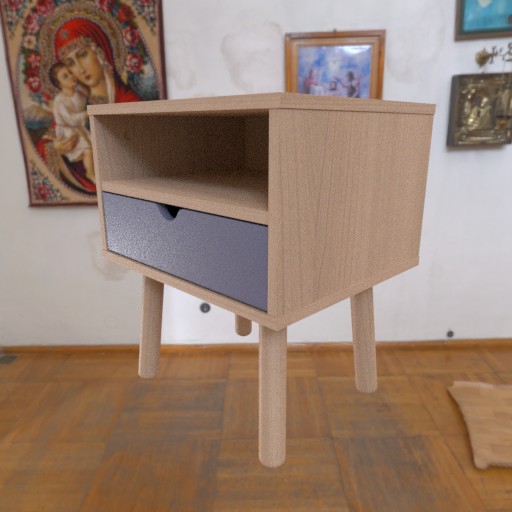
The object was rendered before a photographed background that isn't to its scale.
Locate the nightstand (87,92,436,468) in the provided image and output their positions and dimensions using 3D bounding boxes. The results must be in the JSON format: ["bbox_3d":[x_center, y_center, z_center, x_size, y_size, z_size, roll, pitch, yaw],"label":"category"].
[{"bbox_3d":[0.000,0.000,0.820,0.450,0.530,0.380,16,23,43],"label":"nightstand"}]
